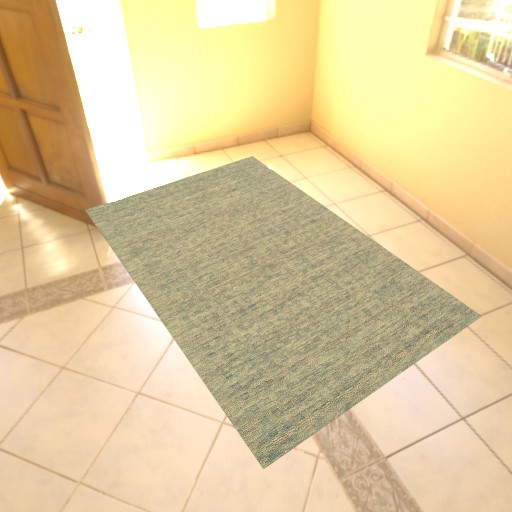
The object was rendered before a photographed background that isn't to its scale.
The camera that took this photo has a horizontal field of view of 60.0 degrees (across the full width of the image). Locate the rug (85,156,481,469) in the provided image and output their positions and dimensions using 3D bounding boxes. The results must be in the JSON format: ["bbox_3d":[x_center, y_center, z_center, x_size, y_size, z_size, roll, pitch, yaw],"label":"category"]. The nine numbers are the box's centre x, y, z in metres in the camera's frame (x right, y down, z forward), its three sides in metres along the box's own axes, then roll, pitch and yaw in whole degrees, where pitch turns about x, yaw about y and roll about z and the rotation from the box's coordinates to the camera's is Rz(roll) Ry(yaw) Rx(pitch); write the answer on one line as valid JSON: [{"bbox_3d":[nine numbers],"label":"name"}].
[{"bbox_3d":[0.000,0.000,2.203,1.142,0.006,1.752,-24,46,-26],"label":"rug"}]
